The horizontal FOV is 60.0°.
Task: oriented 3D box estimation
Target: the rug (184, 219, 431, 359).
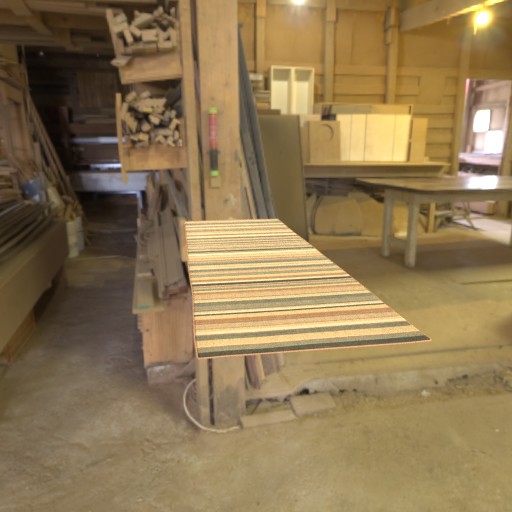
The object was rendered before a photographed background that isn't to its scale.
[{"bbox_3d":[0.000,0.000,2.600,0.799,0.010,2.444,-2,15,-9],"label":"rug"}]
